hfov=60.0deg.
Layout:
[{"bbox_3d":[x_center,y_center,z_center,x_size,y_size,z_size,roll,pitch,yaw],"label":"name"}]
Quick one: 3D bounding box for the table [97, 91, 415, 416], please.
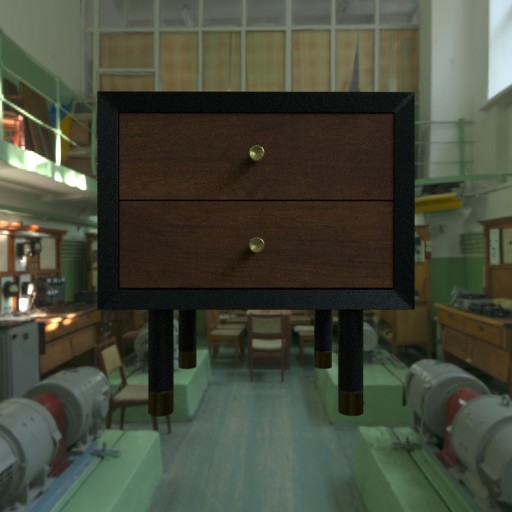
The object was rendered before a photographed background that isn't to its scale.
[{"bbox_3d":[0.000,0.000,0.989,0.564,0.584,0.441,0,0,0],"label":"table"}]
